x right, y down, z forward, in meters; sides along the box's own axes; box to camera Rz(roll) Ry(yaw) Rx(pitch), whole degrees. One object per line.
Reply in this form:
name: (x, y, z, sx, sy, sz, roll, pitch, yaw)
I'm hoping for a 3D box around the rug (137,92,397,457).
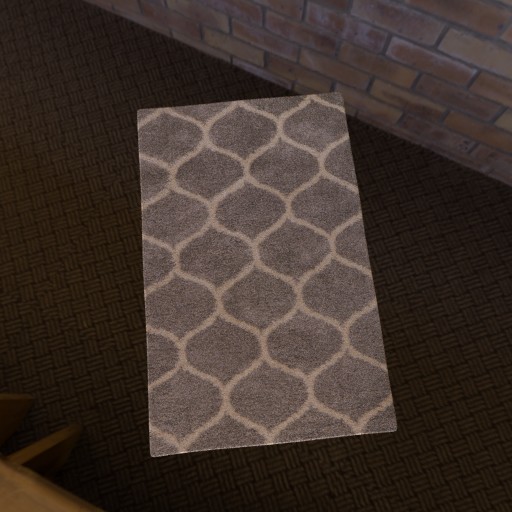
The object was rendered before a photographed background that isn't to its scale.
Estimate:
rug: (0.000, 0.000, 2.958, 1.501, 0.025, 2.348, -5, 76, -1)
